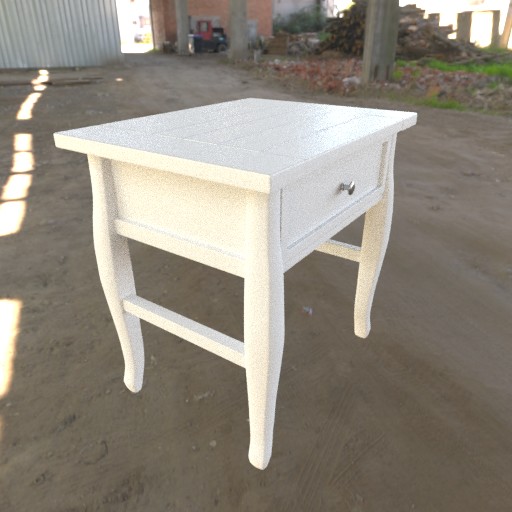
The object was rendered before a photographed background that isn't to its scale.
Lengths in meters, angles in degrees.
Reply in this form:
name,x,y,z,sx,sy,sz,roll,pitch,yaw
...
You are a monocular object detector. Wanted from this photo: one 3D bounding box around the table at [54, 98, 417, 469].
name,x,y,z,sx,sy,sz,roll,pitch,yaw
table,0.000,0.000,1.023,0.463,0.605,0.599,17,31,31
